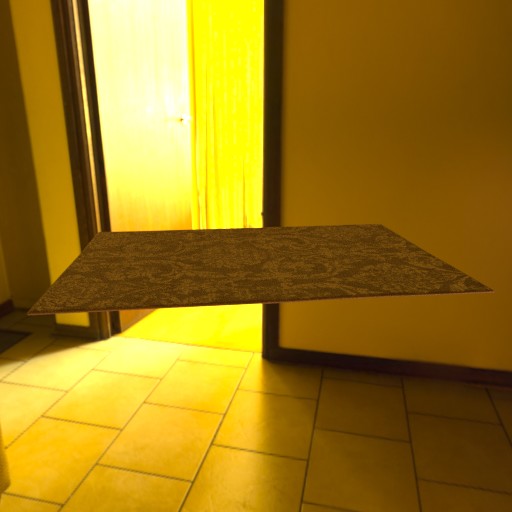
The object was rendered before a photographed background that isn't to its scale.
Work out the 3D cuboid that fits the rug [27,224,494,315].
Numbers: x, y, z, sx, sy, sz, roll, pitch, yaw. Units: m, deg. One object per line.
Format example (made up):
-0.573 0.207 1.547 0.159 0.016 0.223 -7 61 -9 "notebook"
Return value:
0.000 0.000 2.282 1.824 0.012 1.206 -2 17 -7 "rug"
